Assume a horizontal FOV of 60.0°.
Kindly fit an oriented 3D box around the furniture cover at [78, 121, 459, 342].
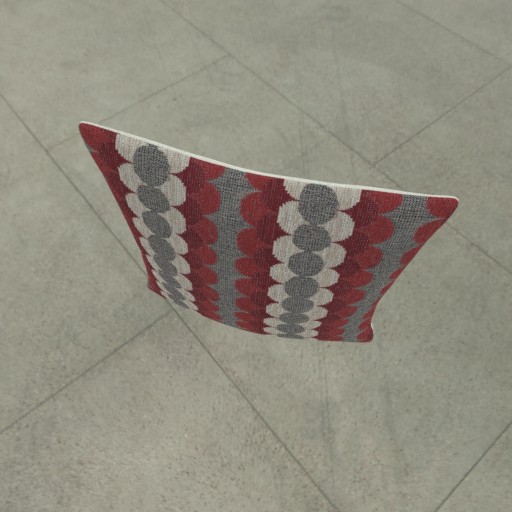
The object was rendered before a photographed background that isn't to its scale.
[{"bbox_3d":[0.000,0.000,0.655,0.435,0.420,0.145,13,60,7],"label":"furniture cover"}]
